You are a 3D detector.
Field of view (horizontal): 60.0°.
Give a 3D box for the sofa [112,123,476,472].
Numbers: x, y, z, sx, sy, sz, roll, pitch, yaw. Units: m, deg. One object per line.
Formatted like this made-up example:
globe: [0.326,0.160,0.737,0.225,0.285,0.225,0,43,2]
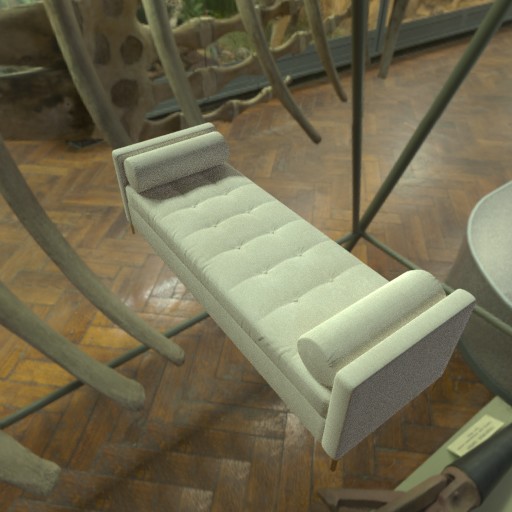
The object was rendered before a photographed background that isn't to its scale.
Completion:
sofa: [0.000,0.000,2.351,0.686,0.635,1.981,-25,47,-26]
